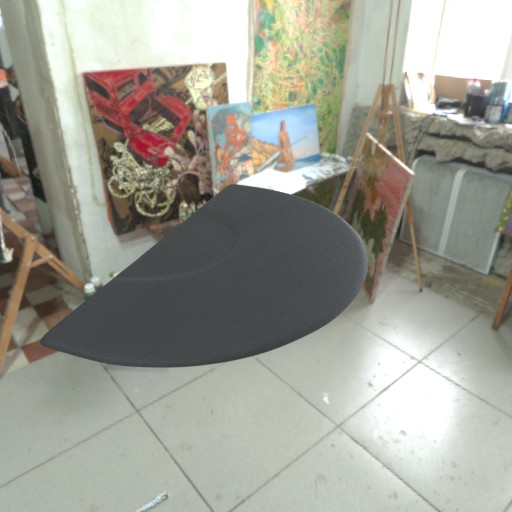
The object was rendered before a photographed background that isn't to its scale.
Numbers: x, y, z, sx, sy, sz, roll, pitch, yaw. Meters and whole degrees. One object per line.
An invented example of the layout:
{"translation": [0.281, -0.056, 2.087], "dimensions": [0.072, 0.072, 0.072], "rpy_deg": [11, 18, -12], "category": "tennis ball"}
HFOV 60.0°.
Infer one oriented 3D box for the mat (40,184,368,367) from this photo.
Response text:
{"translation": [0.000, 0.000, 1.868], "dimensions": [0.917, 0.016, 1.525], "rpy_deg": [11, 31, 18], "category": "mat"}
